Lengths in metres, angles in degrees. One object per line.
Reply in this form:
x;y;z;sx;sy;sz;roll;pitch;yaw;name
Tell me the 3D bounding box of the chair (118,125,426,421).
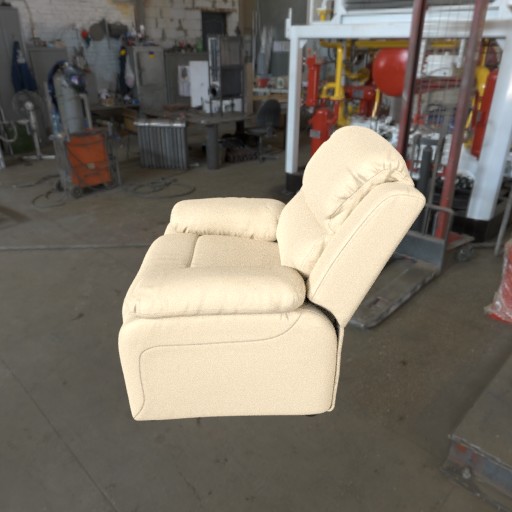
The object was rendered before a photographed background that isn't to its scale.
0.000;0.000;1.281;0.709;0.702;0.680;0;26;-1;chair
